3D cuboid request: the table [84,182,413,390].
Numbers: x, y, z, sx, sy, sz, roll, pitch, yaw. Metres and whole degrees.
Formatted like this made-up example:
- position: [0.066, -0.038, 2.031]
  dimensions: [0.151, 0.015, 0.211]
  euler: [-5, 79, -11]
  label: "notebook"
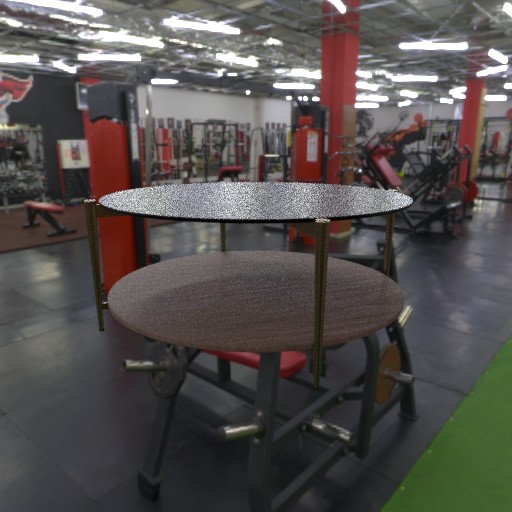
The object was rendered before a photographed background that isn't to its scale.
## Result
- position: [0.000, 0.000, 1.449]
  dimensions: [0.938, 0.400, 0.938]
  euler: [13, 19, 42]
  label: "table"
